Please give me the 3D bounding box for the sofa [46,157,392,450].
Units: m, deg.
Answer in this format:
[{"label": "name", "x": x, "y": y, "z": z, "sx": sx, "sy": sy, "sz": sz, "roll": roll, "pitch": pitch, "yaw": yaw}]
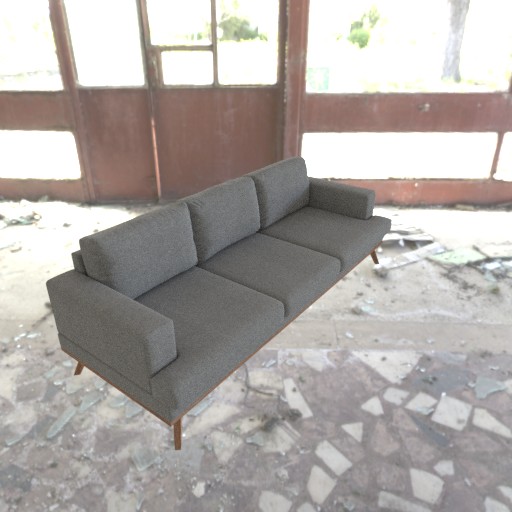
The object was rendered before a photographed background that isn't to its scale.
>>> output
[{"label": "sofa", "x": 0.000, "y": 0.000, "z": 2.853, "sx": 0.920, "sy": 0.810, "sz": 2.310, "roll": 19, "pitch": 33, "yaw": 32}]
